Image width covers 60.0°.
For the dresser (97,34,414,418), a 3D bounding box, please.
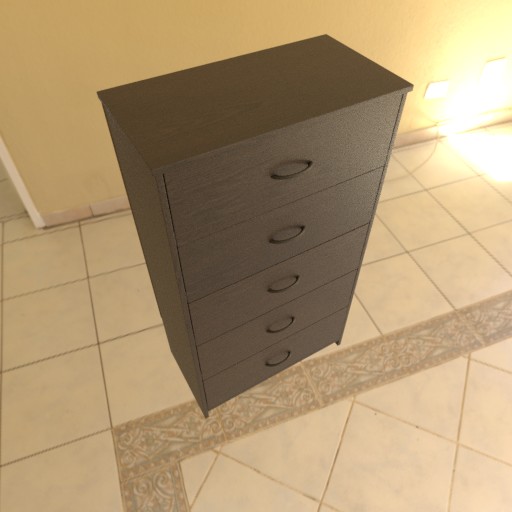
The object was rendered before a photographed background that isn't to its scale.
[{"bbox_3d":[0.000,0.000,1.574,0.704,1.254,0.418,-23,52,-20],"label":"dresser"}]
